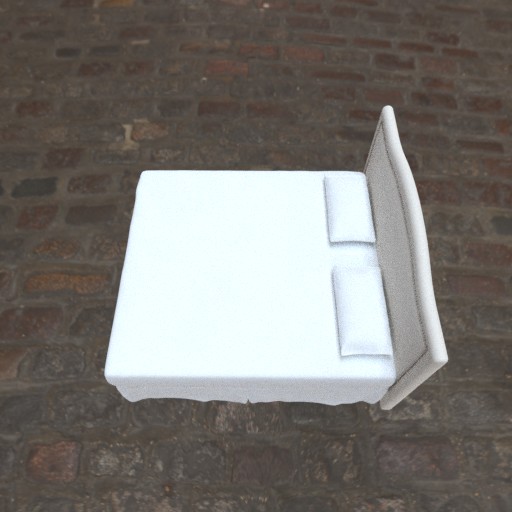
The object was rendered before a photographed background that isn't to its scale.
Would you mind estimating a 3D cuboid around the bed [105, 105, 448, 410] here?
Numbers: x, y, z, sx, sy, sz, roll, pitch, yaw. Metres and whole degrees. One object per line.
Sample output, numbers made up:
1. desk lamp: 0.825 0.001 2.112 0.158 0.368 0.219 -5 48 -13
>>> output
1. bed: 0.000 0.000 3.509 2.182 1.421 2.083 0 59 0
